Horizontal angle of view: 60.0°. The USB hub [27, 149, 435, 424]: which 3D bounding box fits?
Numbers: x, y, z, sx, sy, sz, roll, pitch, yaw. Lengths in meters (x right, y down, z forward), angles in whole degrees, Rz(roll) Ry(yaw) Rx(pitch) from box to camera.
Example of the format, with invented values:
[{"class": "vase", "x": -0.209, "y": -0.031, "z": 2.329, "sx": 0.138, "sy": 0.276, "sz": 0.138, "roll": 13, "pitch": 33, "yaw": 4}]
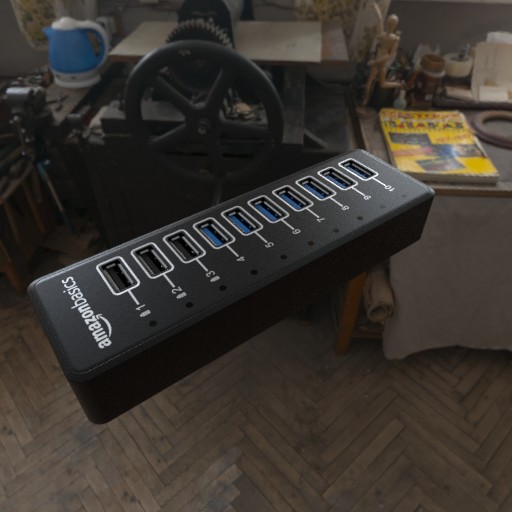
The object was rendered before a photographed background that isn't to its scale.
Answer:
[{"class": "USB hub", "x": 0.000, "y": 0.000, "z": 0.161, "sx": 0.145, "sy": 0.023, "sz": 0.044, "roll": -26, "pitch": 49, "yaw": -25}]
